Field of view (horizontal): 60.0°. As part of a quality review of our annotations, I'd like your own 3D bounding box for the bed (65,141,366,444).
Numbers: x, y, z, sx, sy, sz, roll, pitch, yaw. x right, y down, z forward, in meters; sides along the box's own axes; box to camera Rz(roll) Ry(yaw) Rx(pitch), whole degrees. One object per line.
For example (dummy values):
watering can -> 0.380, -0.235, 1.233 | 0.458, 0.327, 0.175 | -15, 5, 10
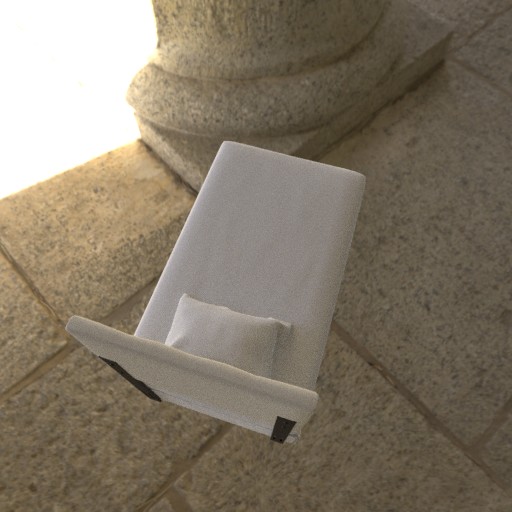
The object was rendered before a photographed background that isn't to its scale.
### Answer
bed -> 0.000, 0.000, 2.966 | 1.261, 1.571, 1.997 | 16, 64, 8
